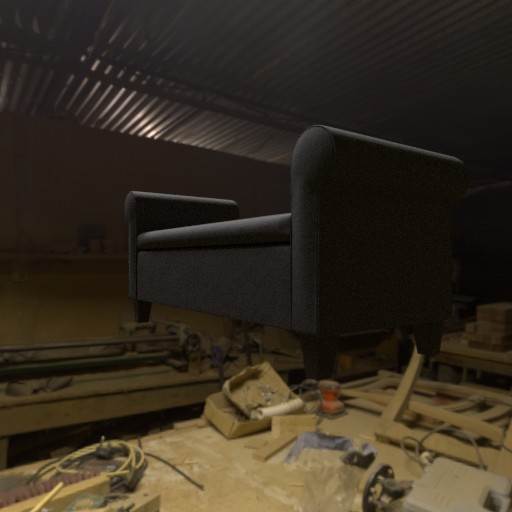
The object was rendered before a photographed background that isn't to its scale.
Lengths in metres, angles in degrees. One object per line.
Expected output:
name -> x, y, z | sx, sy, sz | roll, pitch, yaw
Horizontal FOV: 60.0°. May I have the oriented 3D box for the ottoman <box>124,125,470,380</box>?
ottoman -> 0.000, 0.000, 1.541 | 0.521, 0.547, 1.256 | 0, -1, -35
